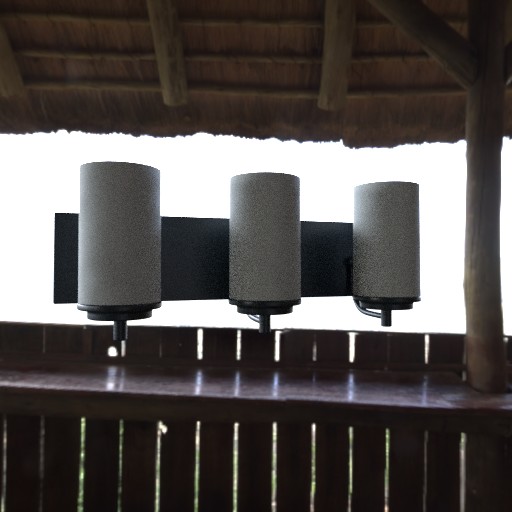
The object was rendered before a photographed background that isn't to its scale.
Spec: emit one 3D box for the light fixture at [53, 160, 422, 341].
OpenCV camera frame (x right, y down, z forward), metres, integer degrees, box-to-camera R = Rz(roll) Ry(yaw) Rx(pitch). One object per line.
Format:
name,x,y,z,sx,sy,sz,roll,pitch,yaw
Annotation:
light fixture,0.000,0.000,0.526,0.451,0.172,0.145,0,-1,-18
